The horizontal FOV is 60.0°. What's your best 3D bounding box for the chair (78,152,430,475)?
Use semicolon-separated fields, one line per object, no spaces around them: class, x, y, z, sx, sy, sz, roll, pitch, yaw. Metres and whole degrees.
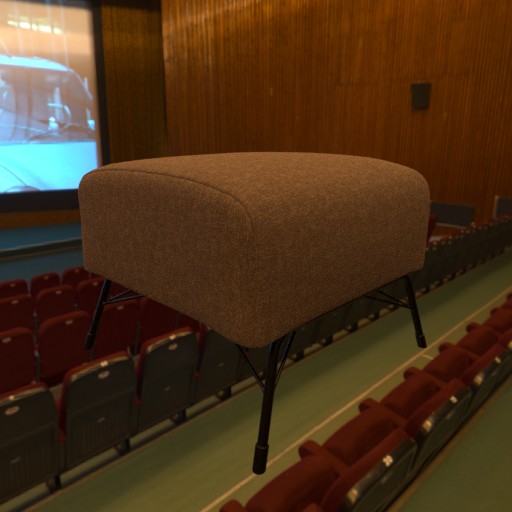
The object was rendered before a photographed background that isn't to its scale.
chair;0.000;0.000;0.904;0.530;0.410;0.530;15;21;42
